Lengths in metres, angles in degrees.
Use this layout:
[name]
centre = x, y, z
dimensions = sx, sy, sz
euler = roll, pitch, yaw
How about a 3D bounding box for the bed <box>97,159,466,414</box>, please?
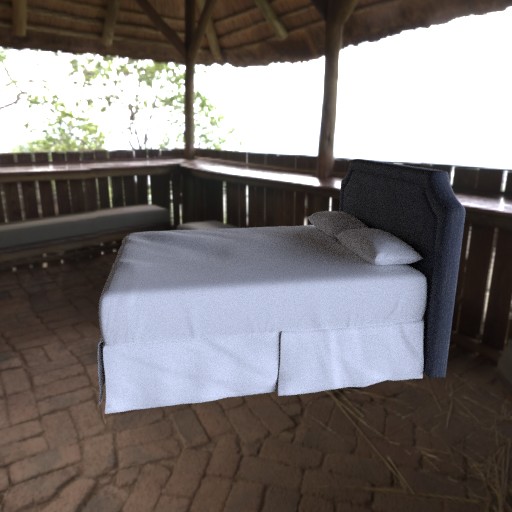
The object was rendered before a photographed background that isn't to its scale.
[bed]
centre = 0.000, 0.000, 3.211
dimensions = 2.116, 1.290, 1.693
euler = -3, 16, -10
